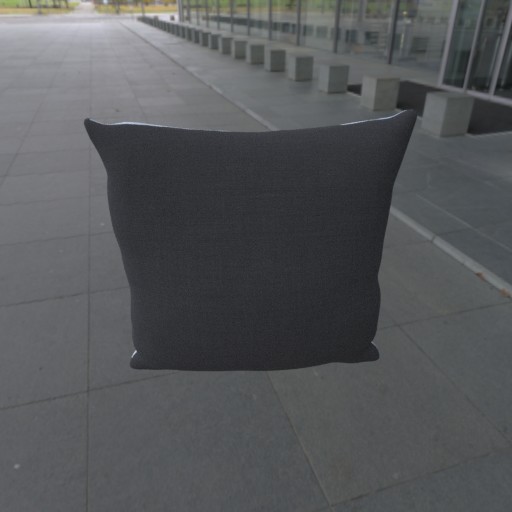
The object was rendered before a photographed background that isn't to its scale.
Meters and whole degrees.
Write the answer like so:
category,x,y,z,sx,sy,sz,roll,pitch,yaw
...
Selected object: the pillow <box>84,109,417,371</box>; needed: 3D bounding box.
category,x,y,z,sx,sy,sz,roll,pitch,yaw
pillow,0.000,0.000,0.777,0.503,0.496,0.208,-1,30,-2
